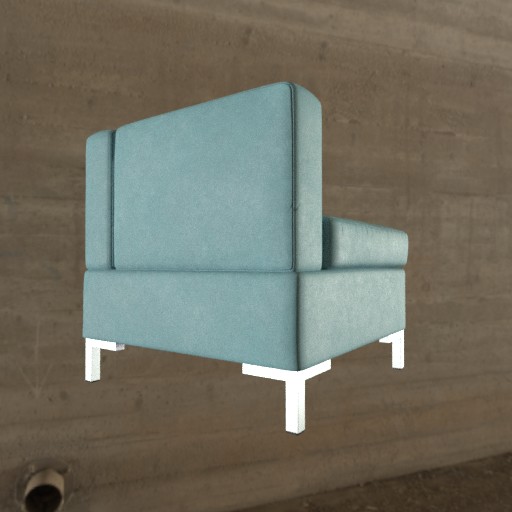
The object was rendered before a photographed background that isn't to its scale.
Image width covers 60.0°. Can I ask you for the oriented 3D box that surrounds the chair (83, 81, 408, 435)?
[{"bbox_3d":[0.000,0.000,1.247,0.680,0.660,0.680,-1,-1,35],"label":"chair"}]
